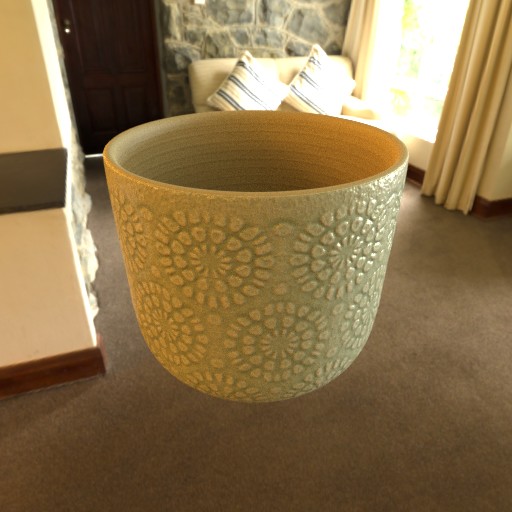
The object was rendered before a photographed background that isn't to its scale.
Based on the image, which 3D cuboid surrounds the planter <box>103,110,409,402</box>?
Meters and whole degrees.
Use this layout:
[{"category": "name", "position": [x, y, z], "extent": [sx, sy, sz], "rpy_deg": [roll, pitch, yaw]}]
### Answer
[{"category": "planter", "position": [0.000, 0.000, 0.292], "extent": [0.169, 0.153, 0.169], "rpy_deg": [0, 30, 0]}]
